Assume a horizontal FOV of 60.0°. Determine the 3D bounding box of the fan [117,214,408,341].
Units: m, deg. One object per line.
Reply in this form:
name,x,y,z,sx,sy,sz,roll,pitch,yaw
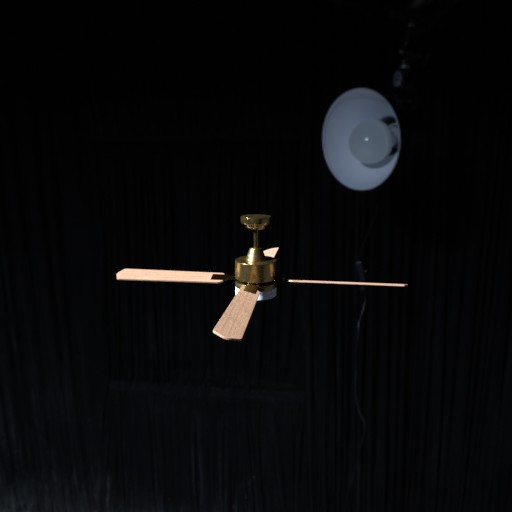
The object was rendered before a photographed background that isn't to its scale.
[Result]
fan,0.000,0.000,1.973,1.320,0.355,1.320,2,13,8
